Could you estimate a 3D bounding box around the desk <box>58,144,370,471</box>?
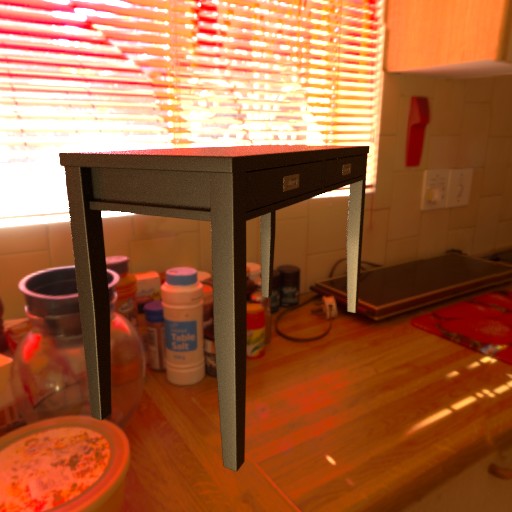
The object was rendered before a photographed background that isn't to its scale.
[{"bbox_3d":[0.000,0.000,1.636,0.508,0.775,1.220,7,17,26],"label":"desk"}]
